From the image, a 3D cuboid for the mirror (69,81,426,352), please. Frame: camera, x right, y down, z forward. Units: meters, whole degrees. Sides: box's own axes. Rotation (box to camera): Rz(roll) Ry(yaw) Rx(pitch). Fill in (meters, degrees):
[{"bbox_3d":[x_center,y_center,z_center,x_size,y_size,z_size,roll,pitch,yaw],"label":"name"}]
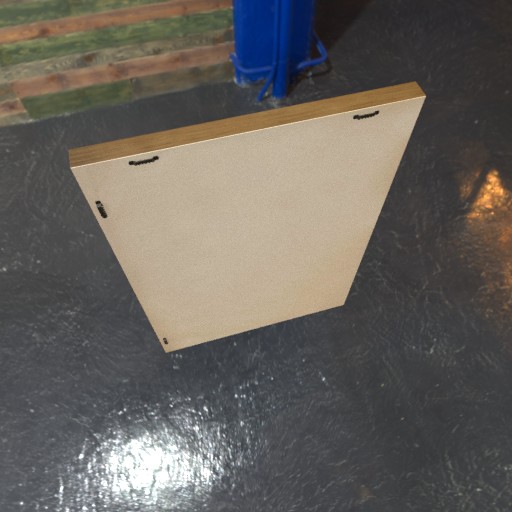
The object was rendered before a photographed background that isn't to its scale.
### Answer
[{"bbox_3d":[0.000,0.000,0.918,0.508,0.711,0.039,-14,60,-8],"label":"mirror"}]
